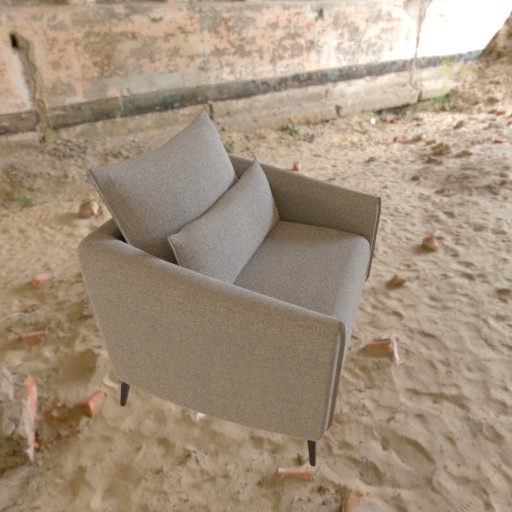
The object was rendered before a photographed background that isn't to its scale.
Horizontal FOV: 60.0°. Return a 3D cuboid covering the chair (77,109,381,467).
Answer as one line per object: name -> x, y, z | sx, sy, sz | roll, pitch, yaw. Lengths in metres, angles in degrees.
chair -> 0.000, 0.000, 1.647 | 0.801, 0.856, 1.029 | 10, 32, 17
